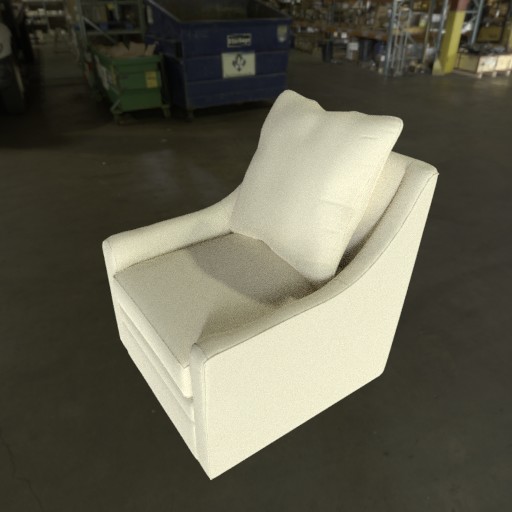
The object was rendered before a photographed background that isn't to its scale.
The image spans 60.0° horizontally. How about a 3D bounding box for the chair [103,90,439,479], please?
[{"bbox_3d":[0.000,0.000,1.557,0.876,0.965,0.756,-20,36,-29],"label":"chair"}]
